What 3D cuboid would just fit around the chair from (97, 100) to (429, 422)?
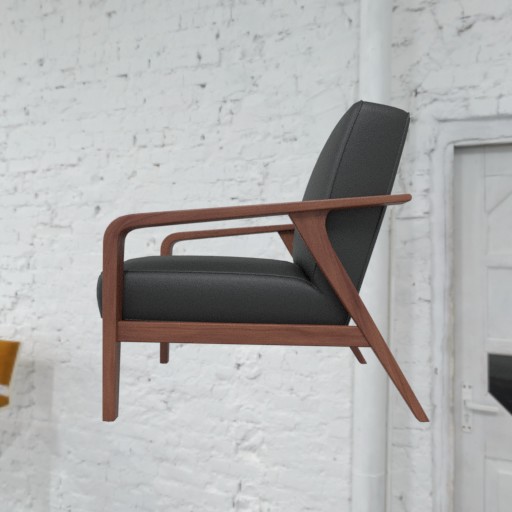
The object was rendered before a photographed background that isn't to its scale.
[{"bbox_3d":[0.000,0.000,1.479,0.889,0.861,0.719,0,-1,0],"label":"chair"}]
